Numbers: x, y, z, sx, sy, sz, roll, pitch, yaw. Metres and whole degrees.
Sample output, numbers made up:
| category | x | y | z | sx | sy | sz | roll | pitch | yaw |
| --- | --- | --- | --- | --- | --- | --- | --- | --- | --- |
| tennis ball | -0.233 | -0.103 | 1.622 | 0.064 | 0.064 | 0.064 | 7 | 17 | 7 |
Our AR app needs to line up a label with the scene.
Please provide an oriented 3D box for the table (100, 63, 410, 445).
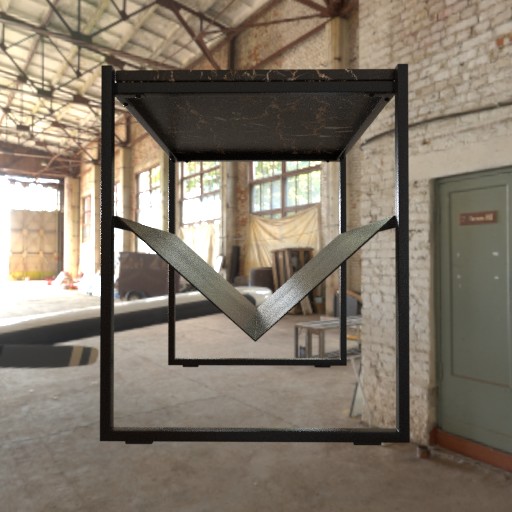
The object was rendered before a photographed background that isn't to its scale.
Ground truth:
| category | x | y | z | sx | sy | sz | roll | pitch | yaw |
| --- | --- | --- | --- | --- | --- | --- | --- | --- | --- |
| table | 0.000 | 0.000 | 0.853 | 0.432 | 0.534 | 0.469 | 0 | -1 | 1 |
